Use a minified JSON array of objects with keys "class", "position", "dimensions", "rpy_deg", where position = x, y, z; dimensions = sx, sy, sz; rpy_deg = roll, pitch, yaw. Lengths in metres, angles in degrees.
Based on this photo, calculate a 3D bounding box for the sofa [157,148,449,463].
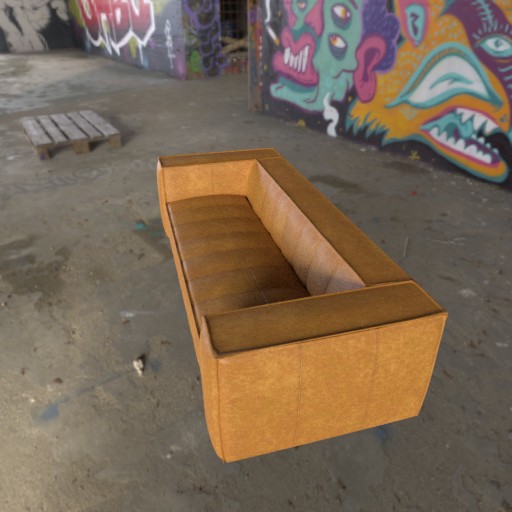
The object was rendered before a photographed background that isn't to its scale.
[{"class":"sofa","position":[0.000,0.000,3.007],"dimensions":[1.102,0.701,2.581],"rpy_deg":[-8,31,-13]}]
